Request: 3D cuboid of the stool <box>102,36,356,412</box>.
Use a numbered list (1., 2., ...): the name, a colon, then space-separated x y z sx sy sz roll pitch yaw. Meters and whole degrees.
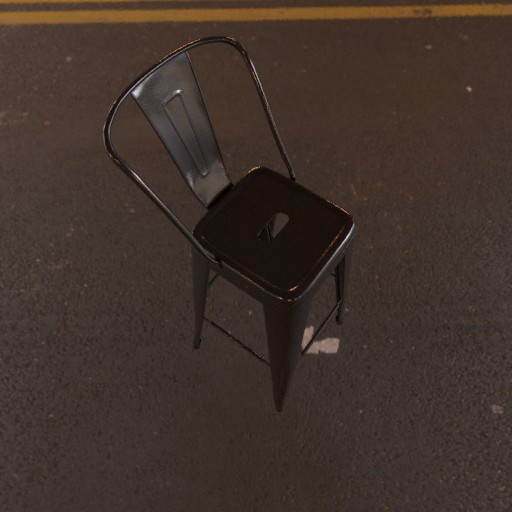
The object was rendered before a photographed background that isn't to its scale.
1. stool: 0.000 0.000 1.268 0.528 1.022 0.432 32 64 18
